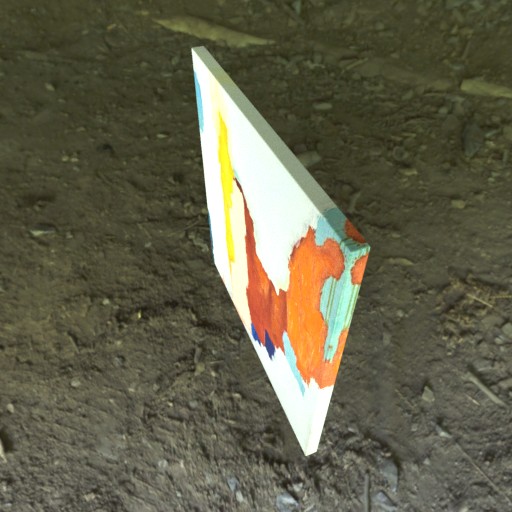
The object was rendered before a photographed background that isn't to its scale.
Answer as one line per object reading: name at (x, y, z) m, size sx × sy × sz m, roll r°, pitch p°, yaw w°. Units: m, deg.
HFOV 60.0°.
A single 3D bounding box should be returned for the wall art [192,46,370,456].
wall art at (0.000, 0.000, 1.505) m, size 0.044 × 1.017 × 1.017 m, roll -16°, pitch 48°, yaw -15°
